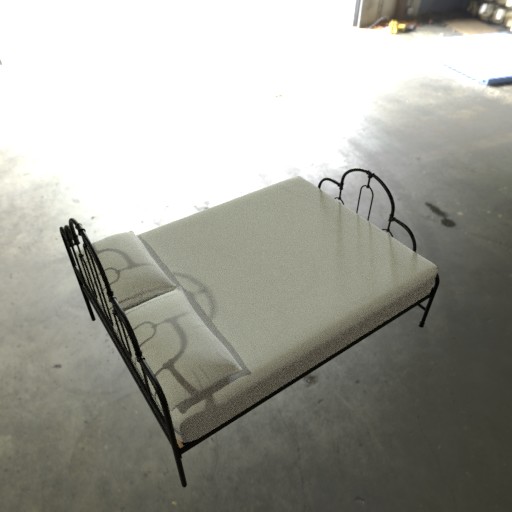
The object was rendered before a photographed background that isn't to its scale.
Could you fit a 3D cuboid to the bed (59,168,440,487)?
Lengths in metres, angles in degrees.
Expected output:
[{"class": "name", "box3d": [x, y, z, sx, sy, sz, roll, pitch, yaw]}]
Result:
[{"class": "bed", "box3d": [0.000, 0.000, 3.142, 2.181, 1.444, 1.626, -24, 46, -26]}]
